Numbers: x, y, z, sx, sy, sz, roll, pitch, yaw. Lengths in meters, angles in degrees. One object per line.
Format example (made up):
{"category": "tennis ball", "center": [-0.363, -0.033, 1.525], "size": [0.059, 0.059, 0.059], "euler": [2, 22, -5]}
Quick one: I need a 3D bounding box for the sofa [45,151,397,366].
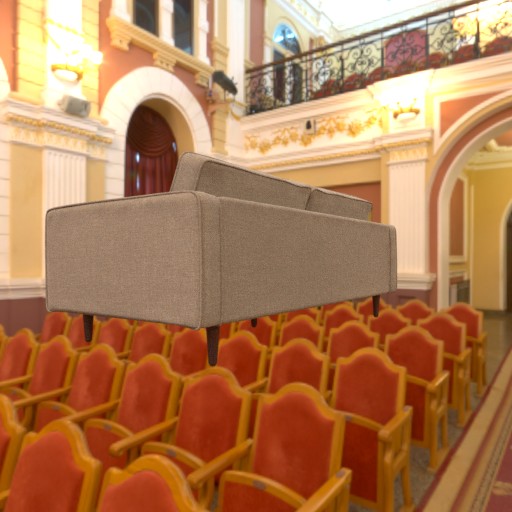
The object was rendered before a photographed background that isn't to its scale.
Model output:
{"category": "sofa", "center": [0.000, 0.000, 2.369], "size": [0.914, 0.762, 1.879], "euler": [0, 0, 36]}
